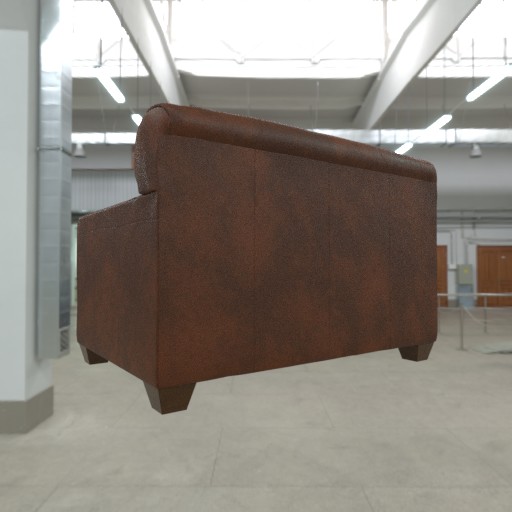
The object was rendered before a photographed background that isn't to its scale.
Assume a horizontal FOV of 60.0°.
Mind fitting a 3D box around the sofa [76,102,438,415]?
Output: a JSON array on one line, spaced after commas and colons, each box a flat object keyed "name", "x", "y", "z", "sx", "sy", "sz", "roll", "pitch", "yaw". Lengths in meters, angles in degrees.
[{"name": "sofa", "x": 0.000, "y": 0.000, "z": 2.039, "sx": 1.413, "sy": 0.956, "sz": 1.000, "roll": 1, "pitch": -1, "yaw": -35}]
